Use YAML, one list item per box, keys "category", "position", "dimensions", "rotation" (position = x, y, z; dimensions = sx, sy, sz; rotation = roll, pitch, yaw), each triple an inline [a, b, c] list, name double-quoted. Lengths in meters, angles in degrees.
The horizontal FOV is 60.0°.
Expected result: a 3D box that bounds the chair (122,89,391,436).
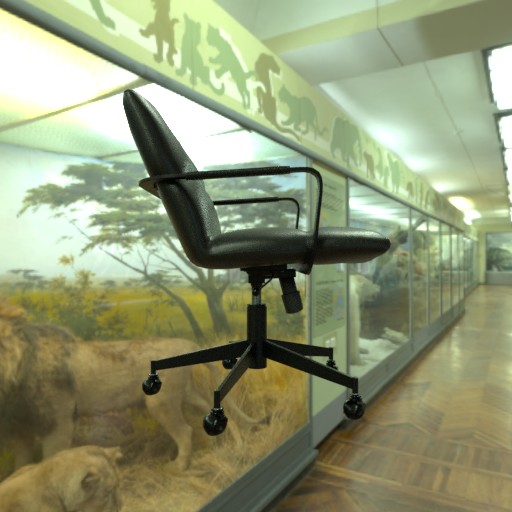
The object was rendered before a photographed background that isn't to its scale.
- category: "chair"
  position: [0.000, 0.000, 1.461]
  dimensions: [0.748, 0.922, 0.719]
  rotation: [0, 0, 0]
